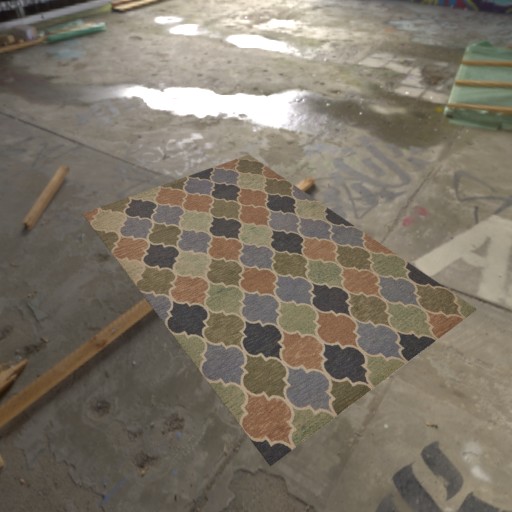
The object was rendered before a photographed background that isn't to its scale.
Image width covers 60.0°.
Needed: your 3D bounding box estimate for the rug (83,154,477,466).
[{"bbox_3d":[0.000,0.000,2.351,1.216,0.006,1.828,-26,48,-26],"label":"rug"}]
